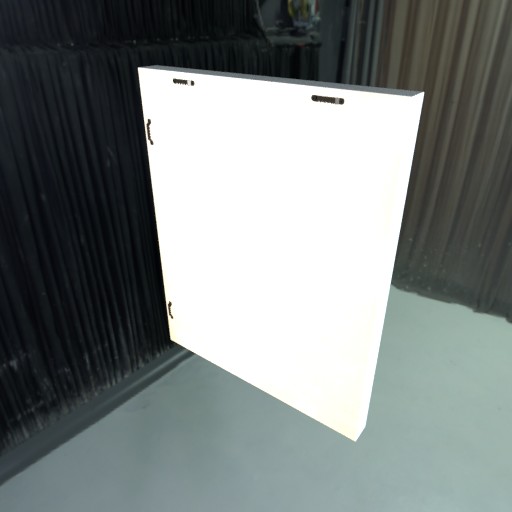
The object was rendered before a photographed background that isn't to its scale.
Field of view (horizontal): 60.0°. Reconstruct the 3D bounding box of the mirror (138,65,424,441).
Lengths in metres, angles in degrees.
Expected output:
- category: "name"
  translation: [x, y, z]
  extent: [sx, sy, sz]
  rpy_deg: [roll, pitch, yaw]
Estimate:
- category: "mirror"
  translation: [0.000, 0.000, 0.676]
  extent: [0.406, 0.509, 0.041]
  rpy_deg: [20, 35, 31]
